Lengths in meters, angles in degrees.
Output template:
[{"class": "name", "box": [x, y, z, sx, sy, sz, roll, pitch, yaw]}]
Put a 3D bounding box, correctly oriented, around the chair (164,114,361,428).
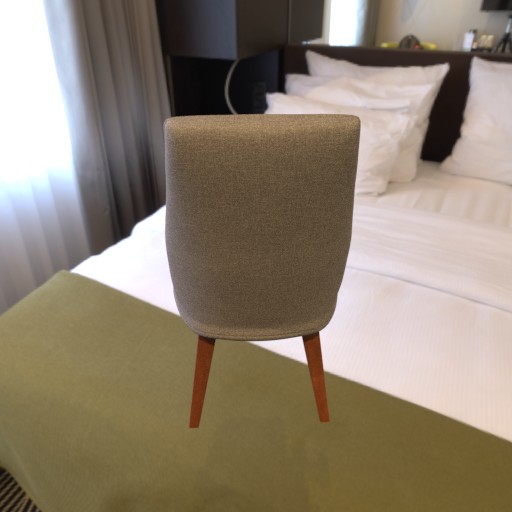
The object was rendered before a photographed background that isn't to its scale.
[{"class": "chair", "box": [0.000, 0.000, 1.285, 0.500, 0.930, 0.620, -2, 31, -3]}]
